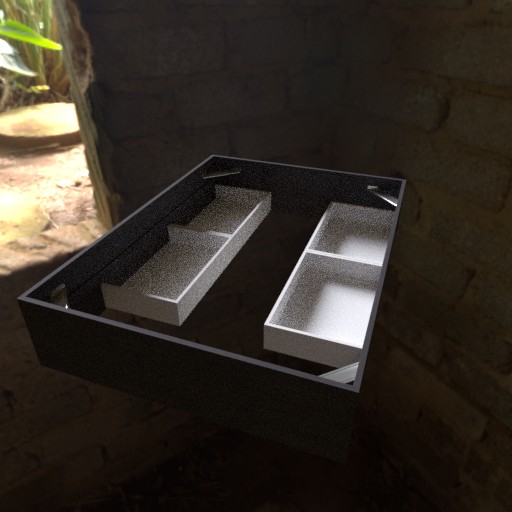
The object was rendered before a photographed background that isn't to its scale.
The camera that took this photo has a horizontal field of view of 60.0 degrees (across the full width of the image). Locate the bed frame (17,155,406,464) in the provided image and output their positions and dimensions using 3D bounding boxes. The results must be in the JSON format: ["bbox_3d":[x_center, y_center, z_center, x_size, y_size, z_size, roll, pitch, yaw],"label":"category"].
[{"bbox_3d":[0.000,0.000,2.547,1.448,0.459,1.944,11,34,17],"label":"bed frame"}]
